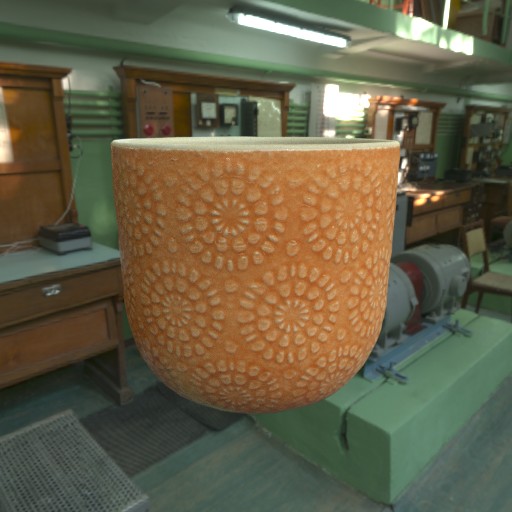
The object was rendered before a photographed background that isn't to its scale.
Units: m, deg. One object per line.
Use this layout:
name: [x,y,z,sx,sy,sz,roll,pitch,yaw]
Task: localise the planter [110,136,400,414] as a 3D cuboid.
planter: [0.000,0.000,0.285,0.170,0.152,0.170,0,16,0]
